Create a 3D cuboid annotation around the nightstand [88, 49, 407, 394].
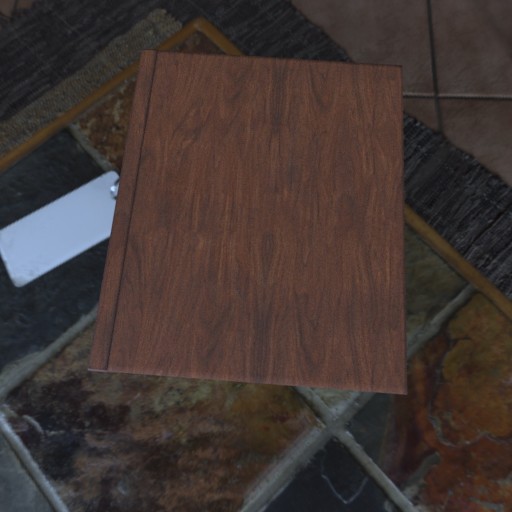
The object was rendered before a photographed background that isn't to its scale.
[{"bbox_3d":[0.000,0.000,0.958,0.445,0.607,0.521,4,75,1],"label":"nightstand"}]
